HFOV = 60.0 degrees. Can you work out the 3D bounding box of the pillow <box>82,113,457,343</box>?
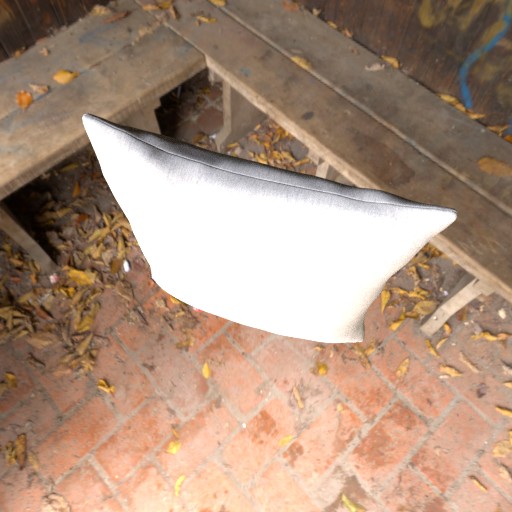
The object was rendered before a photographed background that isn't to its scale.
[{"bbox_3d":[0.000,0.000,0.677,0.433,0.436,0.173,16,65,8],"label":"pillow"}]
